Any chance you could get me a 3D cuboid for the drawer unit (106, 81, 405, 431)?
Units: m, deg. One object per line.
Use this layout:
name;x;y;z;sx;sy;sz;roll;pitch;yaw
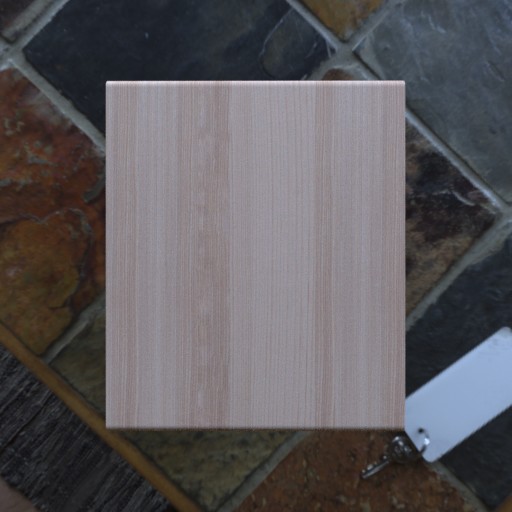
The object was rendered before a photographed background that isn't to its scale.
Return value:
drawer unit;0.000;0.000;0.601;0.290;0.344;0.344;0;90;0
